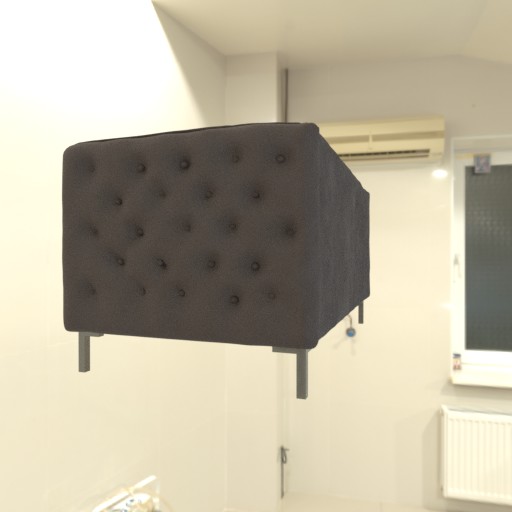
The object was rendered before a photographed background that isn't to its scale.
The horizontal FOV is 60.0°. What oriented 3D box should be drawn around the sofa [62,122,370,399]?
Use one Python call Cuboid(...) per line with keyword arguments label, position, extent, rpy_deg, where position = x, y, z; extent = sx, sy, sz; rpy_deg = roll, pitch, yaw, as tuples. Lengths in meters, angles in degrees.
Cuboid(label="sofa", position=(0.000, 0.000, 2.082), extent=(0.909, 0.810, 1.583), rpy_deg=(0, 0, 20))
